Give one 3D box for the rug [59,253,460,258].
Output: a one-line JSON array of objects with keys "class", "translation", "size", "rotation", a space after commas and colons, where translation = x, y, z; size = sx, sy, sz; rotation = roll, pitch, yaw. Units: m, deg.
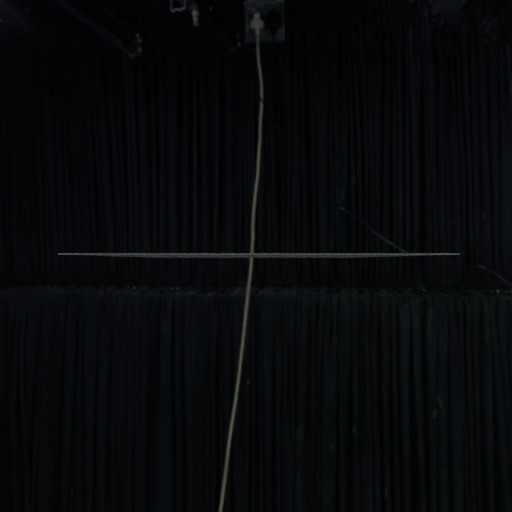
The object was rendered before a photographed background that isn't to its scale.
[{"class": "rug", "translation": [0.000, 0.000, 3.961], "size": [2.371, 0.012, 3.000], "rotation": [0, -1, -1]}]
